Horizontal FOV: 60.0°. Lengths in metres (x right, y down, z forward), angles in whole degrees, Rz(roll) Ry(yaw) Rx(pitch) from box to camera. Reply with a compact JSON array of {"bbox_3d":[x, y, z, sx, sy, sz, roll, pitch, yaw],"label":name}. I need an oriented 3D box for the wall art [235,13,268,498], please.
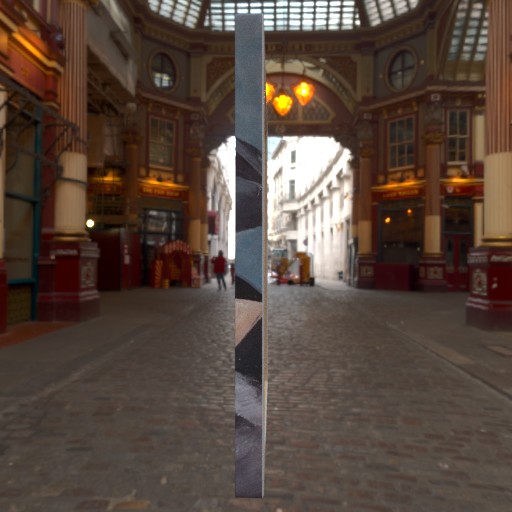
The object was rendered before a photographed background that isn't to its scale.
[{"bbox_3d":[0.000,0.000,0.784,0.037,0.613,0.455,0,0,2],"label":"wall art"}]
